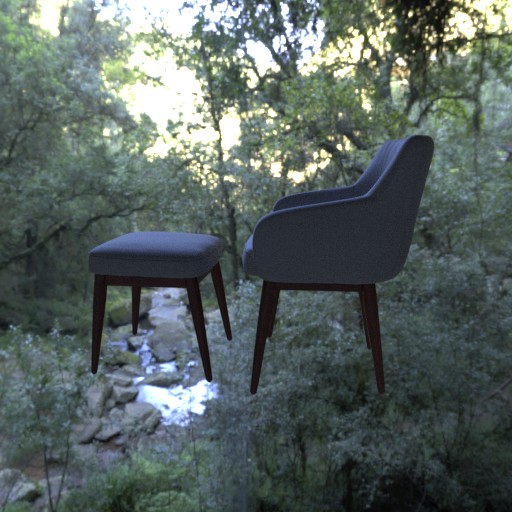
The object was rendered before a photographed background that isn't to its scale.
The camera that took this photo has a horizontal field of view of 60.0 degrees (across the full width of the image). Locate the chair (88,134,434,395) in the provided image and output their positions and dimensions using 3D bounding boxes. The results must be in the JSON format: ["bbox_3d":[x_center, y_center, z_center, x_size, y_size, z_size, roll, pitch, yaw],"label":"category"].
[{"bbox_3d":[0.000,0.000,1.551,1.107,0.799,0.584,2,13,8],"label":"chair"}]
